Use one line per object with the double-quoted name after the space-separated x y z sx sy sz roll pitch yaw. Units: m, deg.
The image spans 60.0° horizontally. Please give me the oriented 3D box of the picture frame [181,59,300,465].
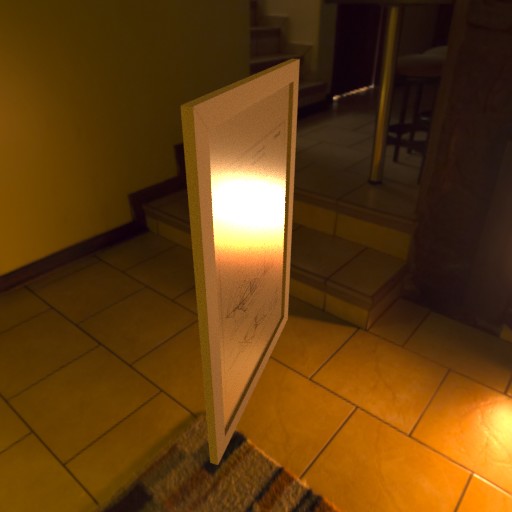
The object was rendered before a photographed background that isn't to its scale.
0.000 0.000 0.603 0.011 0.459 0.326 10 32 17 "picture frame"
